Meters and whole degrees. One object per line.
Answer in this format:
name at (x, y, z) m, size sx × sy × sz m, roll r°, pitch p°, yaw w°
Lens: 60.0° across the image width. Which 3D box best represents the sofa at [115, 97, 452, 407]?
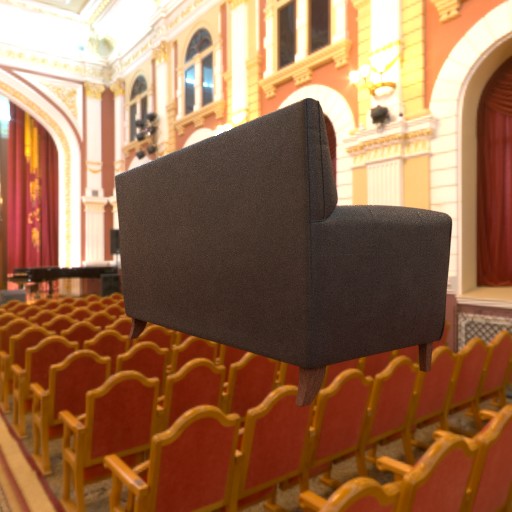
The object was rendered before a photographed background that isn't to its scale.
sofa at (0.000, 0.000, 2.014) m, size 0.787 × 0.871 × 1.473 m, roll 0°, pitch 0°, yaw -37°
